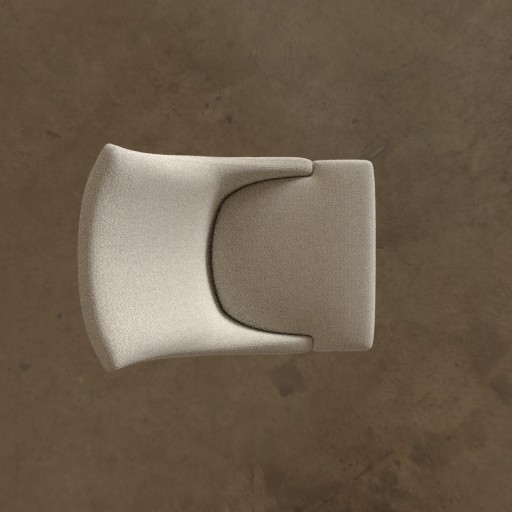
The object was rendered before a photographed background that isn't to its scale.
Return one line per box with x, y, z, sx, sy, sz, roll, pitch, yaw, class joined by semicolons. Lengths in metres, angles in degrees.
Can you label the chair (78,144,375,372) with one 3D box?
0.000;0.000;1.505;0.861;0.909;0.701;0;91;0;chair
